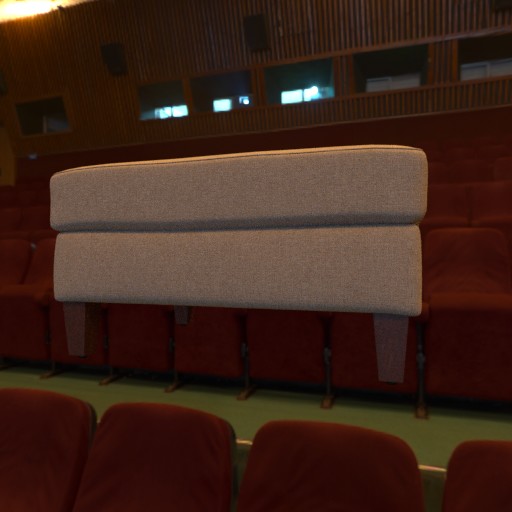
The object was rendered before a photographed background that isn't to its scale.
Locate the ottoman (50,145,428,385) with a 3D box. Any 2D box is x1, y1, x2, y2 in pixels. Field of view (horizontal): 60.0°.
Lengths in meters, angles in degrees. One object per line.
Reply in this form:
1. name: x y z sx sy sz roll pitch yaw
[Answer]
1. ottoman: 0.000 0.000 1.271 0.898 0.519 0.677 0 0 18
